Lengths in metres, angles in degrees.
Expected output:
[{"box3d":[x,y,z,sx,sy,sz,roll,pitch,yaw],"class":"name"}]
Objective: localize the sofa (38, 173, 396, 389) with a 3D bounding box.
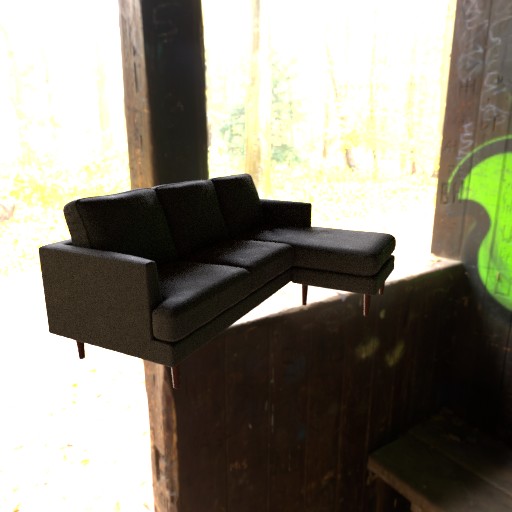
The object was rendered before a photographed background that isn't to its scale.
[{"box3d":[0.000,0.000,3.039,1.504,0.956,2.233,8,17,26],"class":"sofa"}]
